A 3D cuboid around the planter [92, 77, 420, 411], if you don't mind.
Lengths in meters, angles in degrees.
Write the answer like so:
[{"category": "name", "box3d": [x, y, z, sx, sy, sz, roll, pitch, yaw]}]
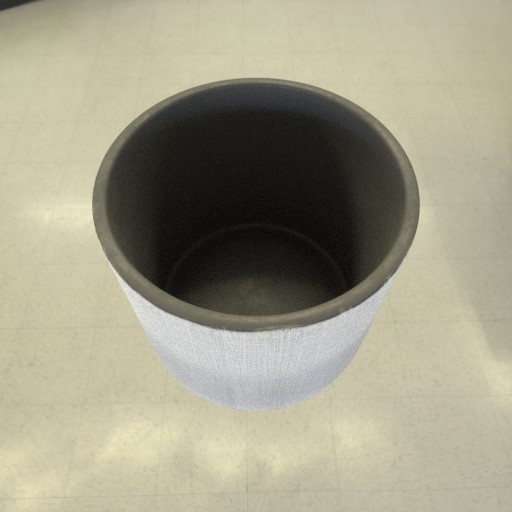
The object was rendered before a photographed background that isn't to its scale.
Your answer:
[{"category": "planter", "box3d": [0.000, 0.000, 0.388, 0.226, 0.201, 0.226, 0, 58, 0]}]
